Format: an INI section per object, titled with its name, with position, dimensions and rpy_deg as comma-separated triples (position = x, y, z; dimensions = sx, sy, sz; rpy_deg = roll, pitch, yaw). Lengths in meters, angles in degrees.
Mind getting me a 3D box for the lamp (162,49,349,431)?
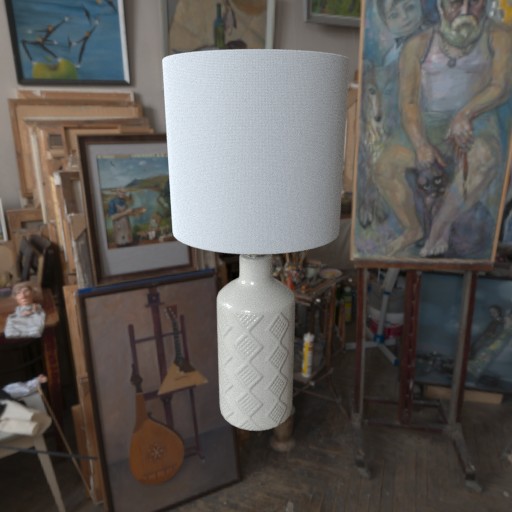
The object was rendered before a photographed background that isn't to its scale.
[lamp]
position = 0.000, 0.000, 0.570
dimensions = 0.207, 0.461, 0.207
rpy_deg = 8, 20, 24
